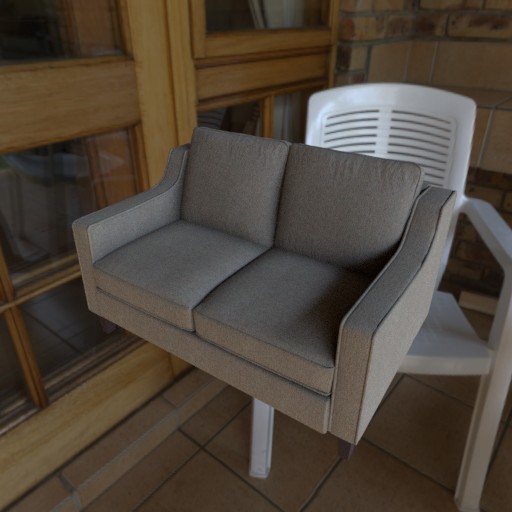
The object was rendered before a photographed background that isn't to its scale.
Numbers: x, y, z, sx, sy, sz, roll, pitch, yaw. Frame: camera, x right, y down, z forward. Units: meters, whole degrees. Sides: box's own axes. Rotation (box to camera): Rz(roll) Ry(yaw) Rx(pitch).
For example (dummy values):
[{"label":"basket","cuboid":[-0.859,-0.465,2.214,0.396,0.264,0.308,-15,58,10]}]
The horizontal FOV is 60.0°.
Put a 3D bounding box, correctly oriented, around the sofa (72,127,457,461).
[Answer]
[{"label":"sofa","cuboid":[0.000,0.000,2.132,1.503,0.981,0.985,18,34,29]}]
